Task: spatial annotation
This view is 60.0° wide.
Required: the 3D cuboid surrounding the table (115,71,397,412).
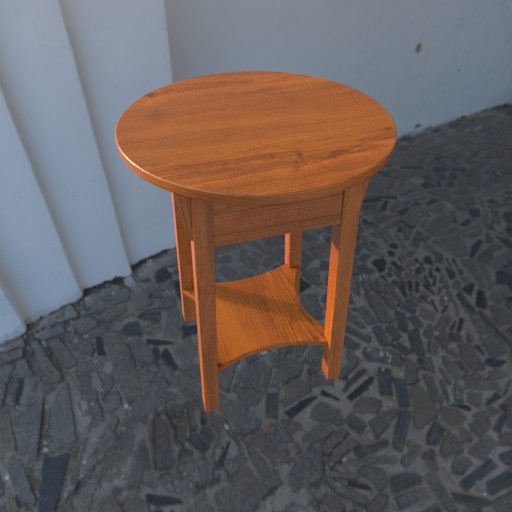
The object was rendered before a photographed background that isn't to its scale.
[{"bbox_3d":[0.000,0.000,0.939,0.457,0.610,0.457,0,41,0],"label":"table"}]
